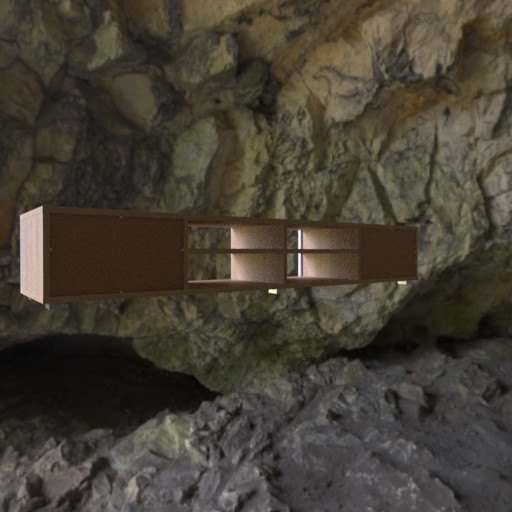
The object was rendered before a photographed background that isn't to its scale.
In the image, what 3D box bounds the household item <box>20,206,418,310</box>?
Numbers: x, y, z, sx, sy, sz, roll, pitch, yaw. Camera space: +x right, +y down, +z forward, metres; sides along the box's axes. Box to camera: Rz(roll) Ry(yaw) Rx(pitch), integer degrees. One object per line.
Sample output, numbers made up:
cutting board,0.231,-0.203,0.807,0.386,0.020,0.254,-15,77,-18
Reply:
household item,0.000,0.000,2.015,1.850,0.310,0.420,0,1,-36
